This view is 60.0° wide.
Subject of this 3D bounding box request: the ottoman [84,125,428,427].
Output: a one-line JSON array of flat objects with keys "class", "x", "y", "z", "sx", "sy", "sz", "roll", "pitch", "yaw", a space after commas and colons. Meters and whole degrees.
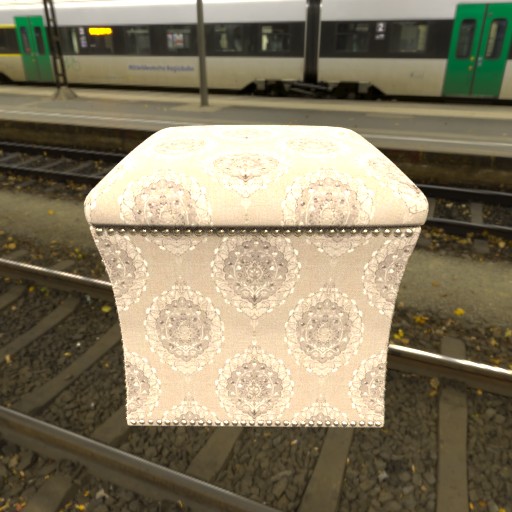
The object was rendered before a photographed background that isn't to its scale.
[{"class": "ottoman", "x": 0.000, "y": 0.000, "z": 0.908, "sx": 0.497, "sy": 0.473, "sz": 0.507, "roll": 0, "pitch": 26, "yaw": 0}]
